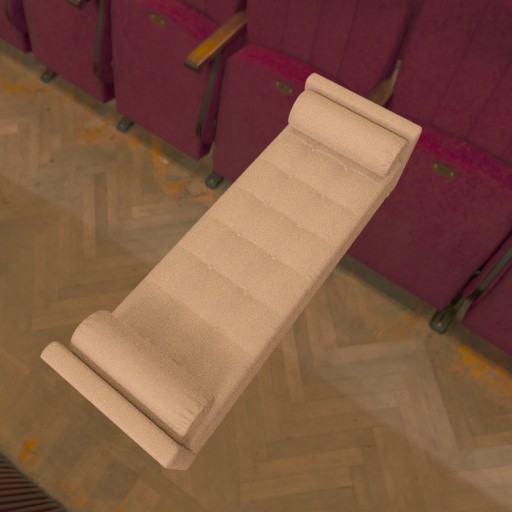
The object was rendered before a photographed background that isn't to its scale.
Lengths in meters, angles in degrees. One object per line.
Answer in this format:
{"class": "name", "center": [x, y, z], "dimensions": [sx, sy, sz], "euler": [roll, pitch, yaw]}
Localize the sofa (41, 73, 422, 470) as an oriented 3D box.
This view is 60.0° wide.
{"class": "sofa", "center": [0.000, 0.000, 2.285], "dimensions": [0.686, 0.635, 1.981], "euler": [34, 68, 15]}
